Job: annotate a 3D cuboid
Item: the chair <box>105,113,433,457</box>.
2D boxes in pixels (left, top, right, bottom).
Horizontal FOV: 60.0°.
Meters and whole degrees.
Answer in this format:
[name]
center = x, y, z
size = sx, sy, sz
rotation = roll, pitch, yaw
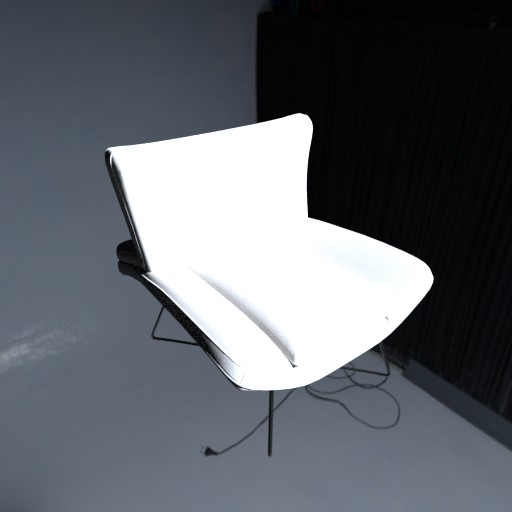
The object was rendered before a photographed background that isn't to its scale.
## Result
[chair]
center = 0.000, 0.000, 1.665
size = 0.859, 0.855, 1.008
rotation = -21, 36, -31
